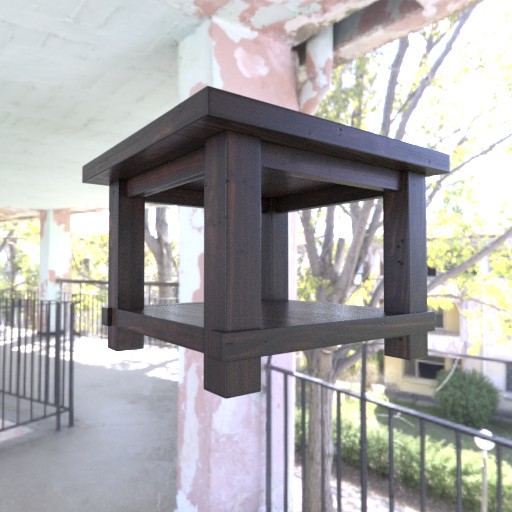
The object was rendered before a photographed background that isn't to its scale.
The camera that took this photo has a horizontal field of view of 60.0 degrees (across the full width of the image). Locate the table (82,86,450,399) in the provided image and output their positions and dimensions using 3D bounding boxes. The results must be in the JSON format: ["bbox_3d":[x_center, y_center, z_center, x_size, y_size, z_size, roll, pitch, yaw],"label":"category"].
[{"bbox_3d":[0.000,0.000,1.008,0.606,0.437,0.593,1,-2,-37],"label":"table"}]
